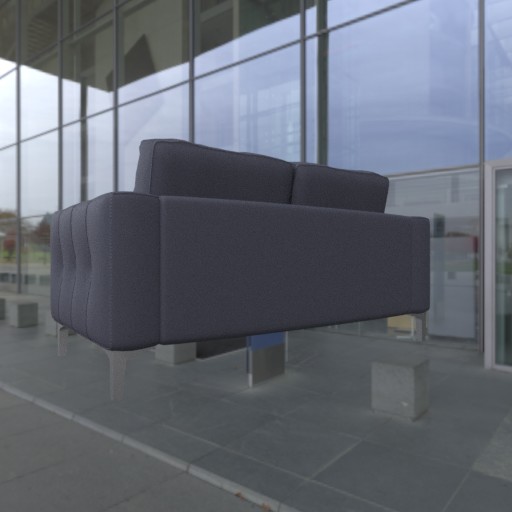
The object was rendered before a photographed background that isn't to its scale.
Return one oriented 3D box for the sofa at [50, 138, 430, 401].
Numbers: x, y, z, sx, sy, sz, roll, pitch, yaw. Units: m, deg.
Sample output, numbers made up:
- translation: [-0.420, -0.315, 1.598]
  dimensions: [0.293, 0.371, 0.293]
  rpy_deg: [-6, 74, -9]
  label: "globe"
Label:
- translation: [0.000, 0.000, 2.162]
  dimensions: [1.726, 0.893, 0.833]
  rpy_deg: [0, 0, -36]
  label: "sofa"
